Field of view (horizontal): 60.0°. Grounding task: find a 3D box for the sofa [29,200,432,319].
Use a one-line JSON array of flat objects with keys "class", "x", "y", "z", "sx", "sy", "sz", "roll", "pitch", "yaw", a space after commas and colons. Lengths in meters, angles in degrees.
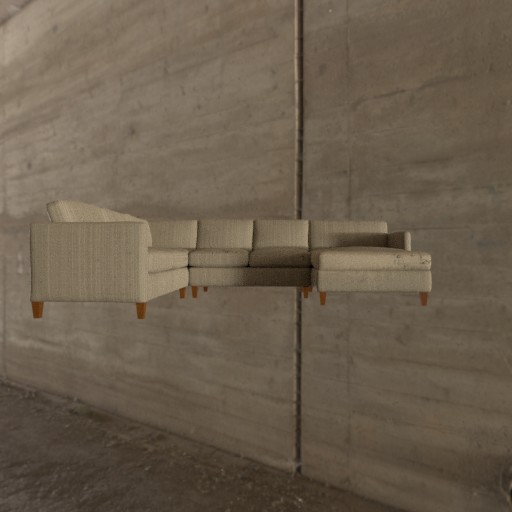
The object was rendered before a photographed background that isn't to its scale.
[{"class": "sofa", "x": 0.000, "y": 0.000, "z": 4.630, "sx": 3.460, "sy": 0.961, "sz": 2.594, "roll": 0, "pitch": 0, "yaw": 2}]
